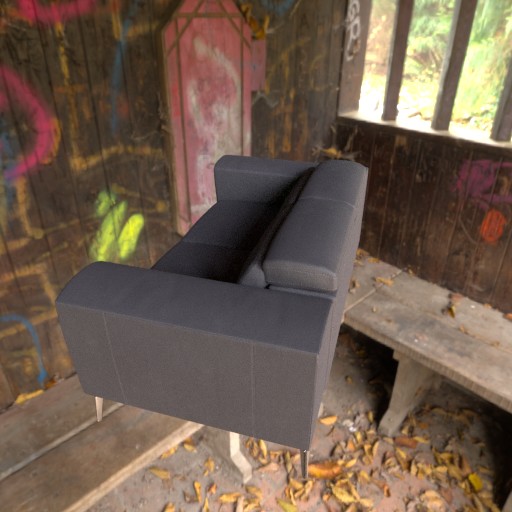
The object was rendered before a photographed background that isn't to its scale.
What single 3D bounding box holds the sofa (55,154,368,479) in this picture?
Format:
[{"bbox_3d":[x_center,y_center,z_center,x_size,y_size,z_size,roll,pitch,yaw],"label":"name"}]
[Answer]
[{"bbox_3d":[0.000,0.000,2.373,1.003,0.779,1.895,9,31,15],"label":"sofa"}]
